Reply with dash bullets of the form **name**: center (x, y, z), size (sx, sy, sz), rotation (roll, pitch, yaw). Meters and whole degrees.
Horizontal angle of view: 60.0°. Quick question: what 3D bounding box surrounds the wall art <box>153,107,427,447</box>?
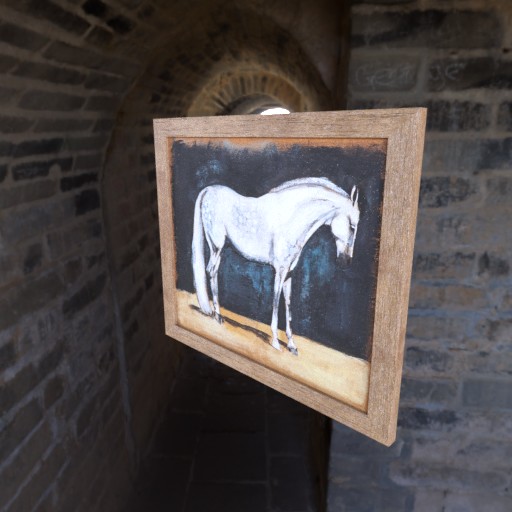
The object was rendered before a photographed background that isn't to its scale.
- **wall art**: center (0.000, 0.000, 0.968), size (0.690, 0.588, 0.026), rotation (14, 21, 42)
